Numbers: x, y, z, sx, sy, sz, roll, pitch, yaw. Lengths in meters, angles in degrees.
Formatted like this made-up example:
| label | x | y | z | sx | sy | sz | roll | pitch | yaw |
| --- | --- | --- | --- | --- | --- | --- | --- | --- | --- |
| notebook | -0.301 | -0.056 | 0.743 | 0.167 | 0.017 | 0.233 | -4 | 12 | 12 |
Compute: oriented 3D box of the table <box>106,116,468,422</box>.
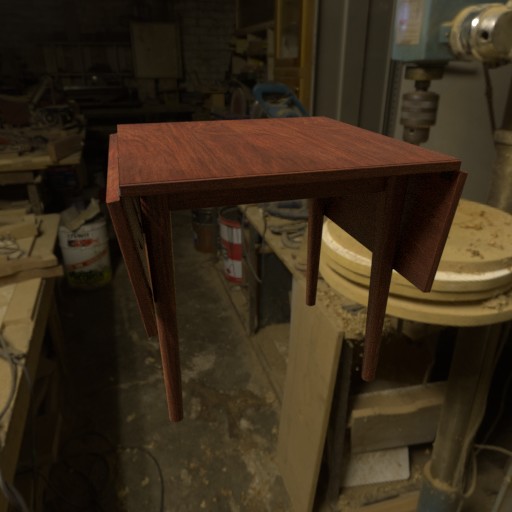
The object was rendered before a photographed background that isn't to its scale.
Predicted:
| label | x | y | z | sx | sy | sz | roll | pitch | yaw |
| --- | --- | --- | --- | --- | --- | --- | --- | --- | --- |
| table | 0.000 | 0.000 | 1.468 | 0.843 | 0.763 | 0.812 | -7 | 26 | -15 |
